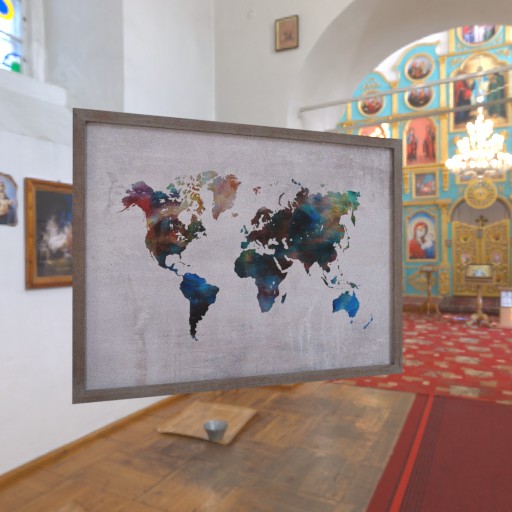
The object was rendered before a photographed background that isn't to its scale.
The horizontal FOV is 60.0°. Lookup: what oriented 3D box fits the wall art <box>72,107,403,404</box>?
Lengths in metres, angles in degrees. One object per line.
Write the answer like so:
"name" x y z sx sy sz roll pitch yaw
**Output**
"wall art" 0.000 0.000 1.320 1.012 0.774 0.019 0 0 -18
